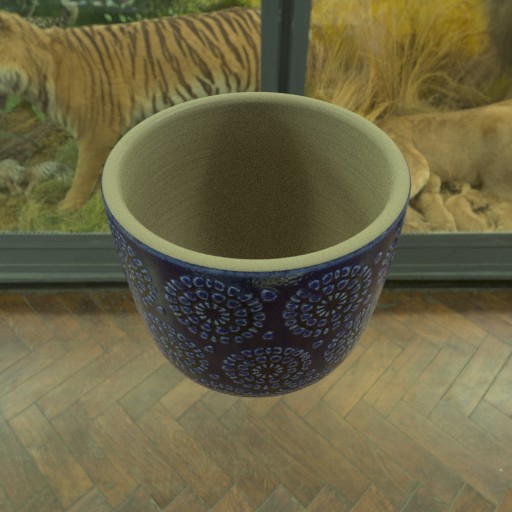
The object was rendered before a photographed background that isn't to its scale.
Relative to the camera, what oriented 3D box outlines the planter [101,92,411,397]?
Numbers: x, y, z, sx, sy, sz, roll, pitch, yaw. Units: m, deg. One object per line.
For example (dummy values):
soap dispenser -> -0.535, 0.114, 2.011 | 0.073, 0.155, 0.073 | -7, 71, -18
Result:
planter -> 0.000, 0.000, 0.291 | 0.165, 0.149, 0.165 | 0, 46, 0
